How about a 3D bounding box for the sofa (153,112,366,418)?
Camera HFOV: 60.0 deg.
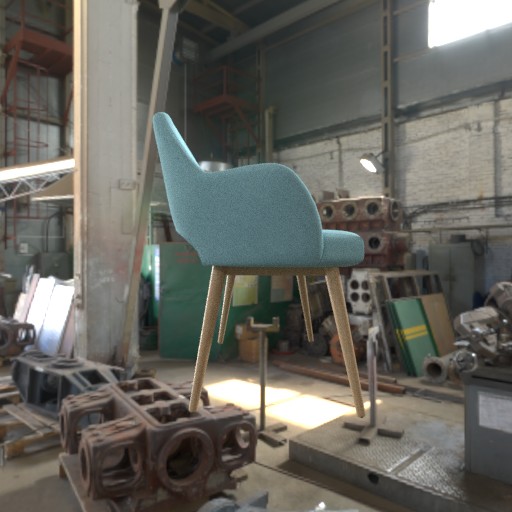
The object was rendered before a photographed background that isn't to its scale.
[{"bbox_3d":[0.000,0.000,1.657,0.610,0.840,1.150,0,0,0],"label":"sofa"}]
